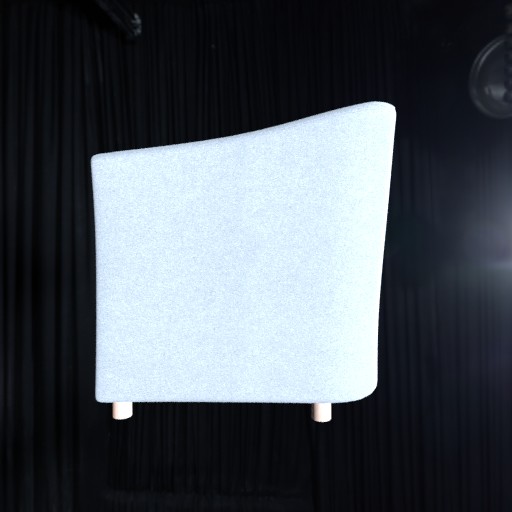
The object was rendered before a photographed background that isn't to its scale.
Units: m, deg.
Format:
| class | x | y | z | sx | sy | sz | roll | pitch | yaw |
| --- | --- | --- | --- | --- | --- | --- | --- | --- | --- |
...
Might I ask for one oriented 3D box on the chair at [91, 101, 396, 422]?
| class | x | y | z | sx | sy | sz | roll | pitch | yaw |
| --- | --- | --- | --- | --- | --- | --- | --- | --- | --- |
| chair | 0.000 | 0.000 | 1.322 | 0.700 | 0.720 | 0.790 | 0 | 0 | 2 |
